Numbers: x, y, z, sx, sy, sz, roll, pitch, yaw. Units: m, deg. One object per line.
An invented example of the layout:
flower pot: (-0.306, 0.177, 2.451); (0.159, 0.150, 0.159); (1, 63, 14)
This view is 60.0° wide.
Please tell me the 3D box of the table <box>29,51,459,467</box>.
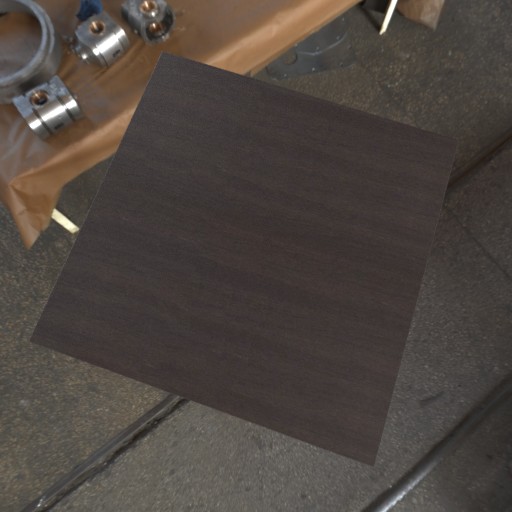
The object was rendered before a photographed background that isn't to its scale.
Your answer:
table: (0.000, 0.000, 1.192); (0.762, 0.396, 0.762); (18, 77, 5)
